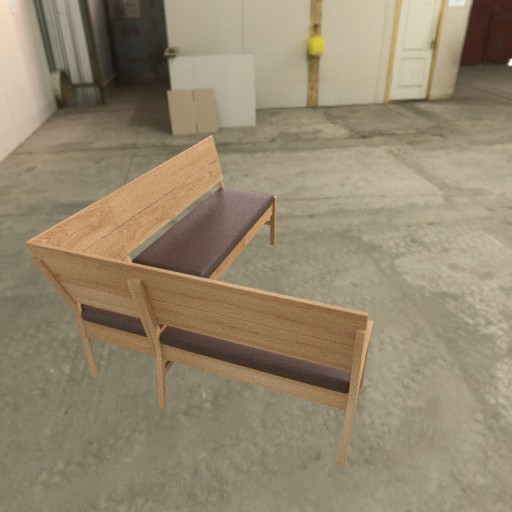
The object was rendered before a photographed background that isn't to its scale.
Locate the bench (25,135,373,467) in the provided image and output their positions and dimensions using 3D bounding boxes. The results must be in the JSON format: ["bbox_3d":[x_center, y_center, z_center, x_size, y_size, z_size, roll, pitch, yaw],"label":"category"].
[{"bbox_3d":[0.000,0.000,2.792,1.549,0.890,1.975,10,32,17],"label":"bench"}]
